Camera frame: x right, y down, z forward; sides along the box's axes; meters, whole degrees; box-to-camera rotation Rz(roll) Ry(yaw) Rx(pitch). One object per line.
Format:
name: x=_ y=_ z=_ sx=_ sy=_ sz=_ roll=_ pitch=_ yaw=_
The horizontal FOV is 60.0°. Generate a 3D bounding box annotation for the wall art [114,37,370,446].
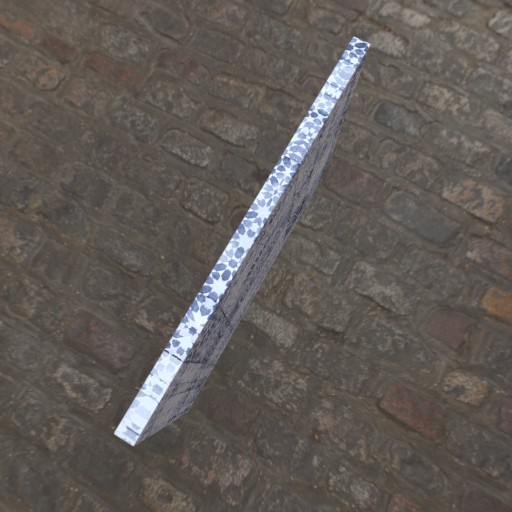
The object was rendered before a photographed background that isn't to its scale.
wall art: x=0.000 y=0.000 z=0.758 sx=0.030 sy=0.406 sz=0.608 roll=29 pitch=77 yaw=7
